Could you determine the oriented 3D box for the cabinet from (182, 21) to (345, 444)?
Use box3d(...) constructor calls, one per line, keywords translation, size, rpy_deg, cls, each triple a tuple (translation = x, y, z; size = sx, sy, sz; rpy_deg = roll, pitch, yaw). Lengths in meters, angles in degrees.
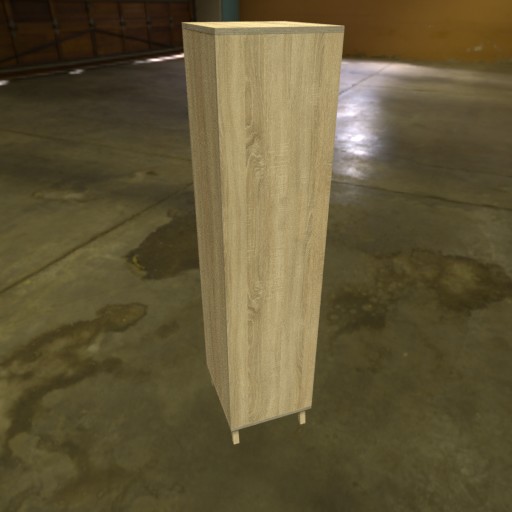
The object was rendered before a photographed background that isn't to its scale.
box3d(translation=(0.000, 0.000, 2.113), size=(0.450, 1.960, 0.510), rpy_deg=(-10, 31, -17), cls="cabinet")
